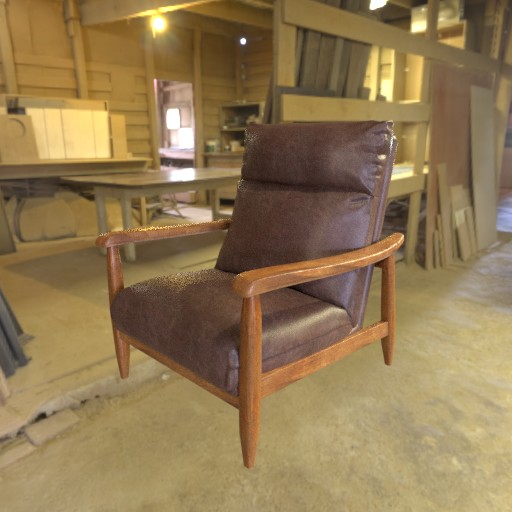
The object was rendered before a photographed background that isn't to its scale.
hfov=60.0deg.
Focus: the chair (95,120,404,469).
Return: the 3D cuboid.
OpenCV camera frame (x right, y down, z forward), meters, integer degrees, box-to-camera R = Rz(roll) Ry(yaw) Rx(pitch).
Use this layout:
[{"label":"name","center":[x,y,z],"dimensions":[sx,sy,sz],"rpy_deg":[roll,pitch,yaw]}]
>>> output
[{"label":"chair","center":[0.000,0.000,1.525],"dimensions":[0.782,0.897,0.830],"rpy_deg":[14,21,42]}]
